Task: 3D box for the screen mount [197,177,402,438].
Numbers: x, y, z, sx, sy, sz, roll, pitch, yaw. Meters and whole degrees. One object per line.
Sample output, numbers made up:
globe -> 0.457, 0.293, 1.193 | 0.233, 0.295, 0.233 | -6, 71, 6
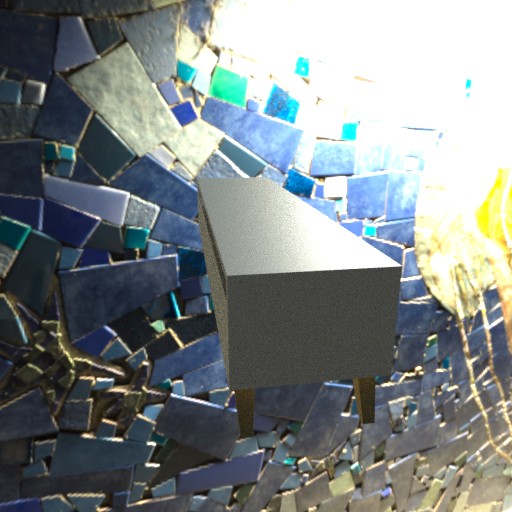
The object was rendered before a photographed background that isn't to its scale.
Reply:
screen mount -> 0.000, 0.000, 1.811 | 0.399, 0.432, 1.644 | -3, 17, -9
